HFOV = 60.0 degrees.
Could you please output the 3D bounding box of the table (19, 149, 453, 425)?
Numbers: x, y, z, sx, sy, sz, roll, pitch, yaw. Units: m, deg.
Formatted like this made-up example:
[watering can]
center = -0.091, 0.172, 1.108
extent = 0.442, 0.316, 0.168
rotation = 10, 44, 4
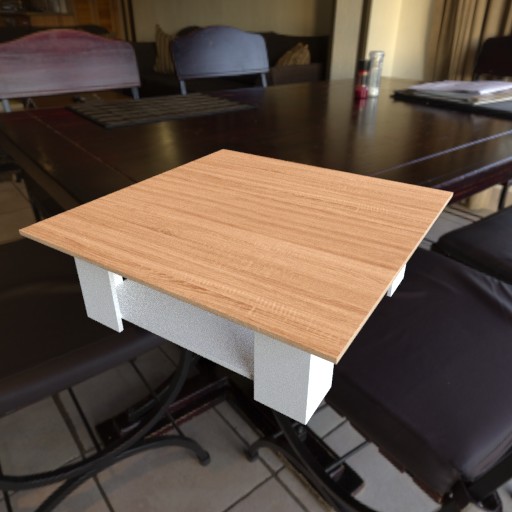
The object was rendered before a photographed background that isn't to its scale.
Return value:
[table]
center = 0.000, 0.000, 1.340
extent = 0.890, 0.305, 0.890
rotation = 18, 34, 28
